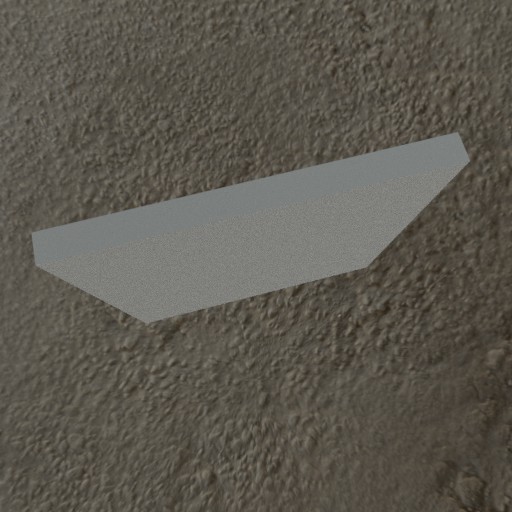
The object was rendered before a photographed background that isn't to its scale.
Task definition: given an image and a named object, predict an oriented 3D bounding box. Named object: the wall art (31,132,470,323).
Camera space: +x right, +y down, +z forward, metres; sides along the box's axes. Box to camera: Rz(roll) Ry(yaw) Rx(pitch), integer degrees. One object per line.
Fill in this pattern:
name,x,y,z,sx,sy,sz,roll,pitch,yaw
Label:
wall art,0.000,0.000,0.525,0.355,0.355,0.027,-14,75,-4
